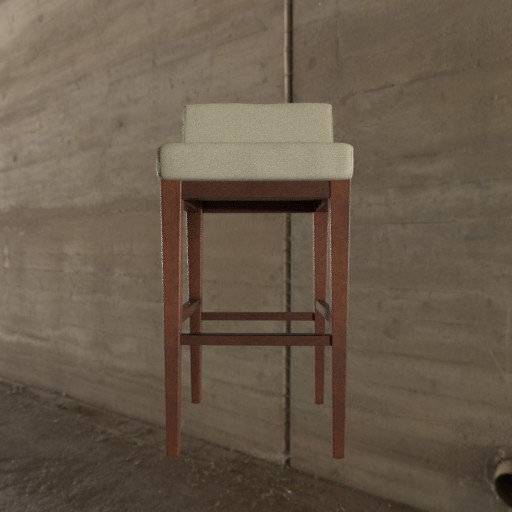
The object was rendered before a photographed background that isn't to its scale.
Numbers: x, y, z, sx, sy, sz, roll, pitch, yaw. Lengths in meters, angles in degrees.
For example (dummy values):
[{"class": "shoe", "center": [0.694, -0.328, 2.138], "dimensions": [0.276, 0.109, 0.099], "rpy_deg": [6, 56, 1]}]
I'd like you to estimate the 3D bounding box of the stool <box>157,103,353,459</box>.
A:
[{"class": "stool", "center": [0.000, 0.000, 1.354], "dimensions": [0.511, 1.037, 0.500], "rpy_deg": [0, 1, 1]}]
